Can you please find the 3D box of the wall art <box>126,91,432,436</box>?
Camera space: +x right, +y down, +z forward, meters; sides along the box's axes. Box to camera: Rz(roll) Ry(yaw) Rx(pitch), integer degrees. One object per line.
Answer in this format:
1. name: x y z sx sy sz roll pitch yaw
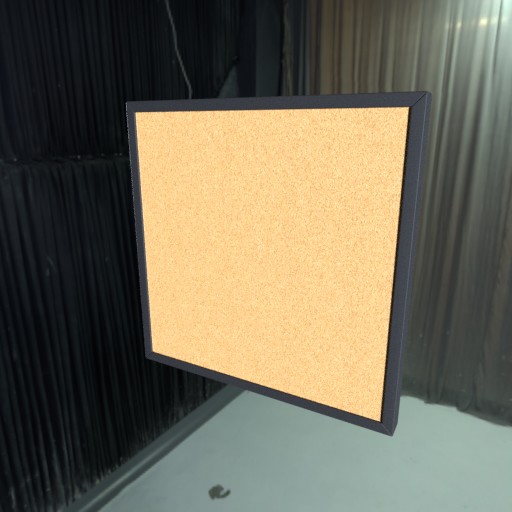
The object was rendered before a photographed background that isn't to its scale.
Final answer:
1. wall art: 0.000 0.000 0.754 0.508 0.508 0.037 9 19 28
